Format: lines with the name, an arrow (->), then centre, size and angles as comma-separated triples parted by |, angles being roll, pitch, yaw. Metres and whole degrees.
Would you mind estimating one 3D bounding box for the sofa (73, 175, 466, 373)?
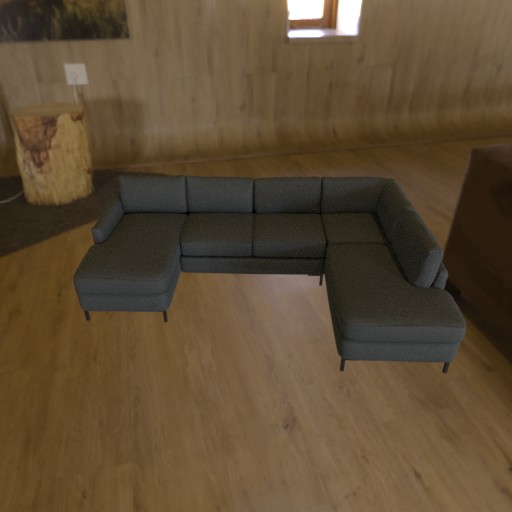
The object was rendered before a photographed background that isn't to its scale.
sofa -> 0.000, 0.000, 3.894 | 2.975, 0.858, 1.984 | 1, 31, 1
